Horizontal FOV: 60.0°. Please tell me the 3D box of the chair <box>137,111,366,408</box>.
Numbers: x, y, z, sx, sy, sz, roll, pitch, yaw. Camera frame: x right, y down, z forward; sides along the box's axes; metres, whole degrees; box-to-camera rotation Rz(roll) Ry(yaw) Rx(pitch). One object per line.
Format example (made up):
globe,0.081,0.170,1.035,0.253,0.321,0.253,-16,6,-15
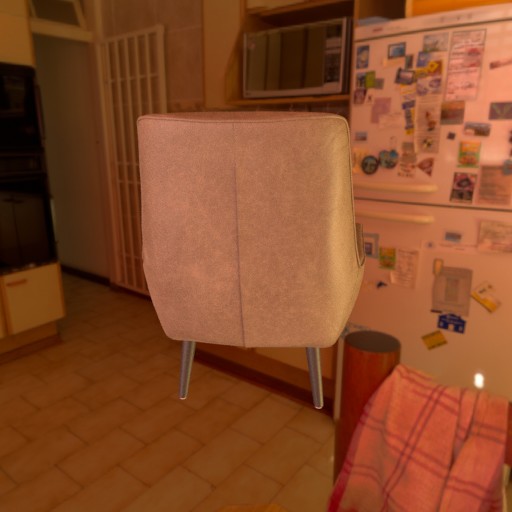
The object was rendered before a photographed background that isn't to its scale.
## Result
chair,0.000,0.000,1.487,0.787,0.888,0.824,2,15,6
